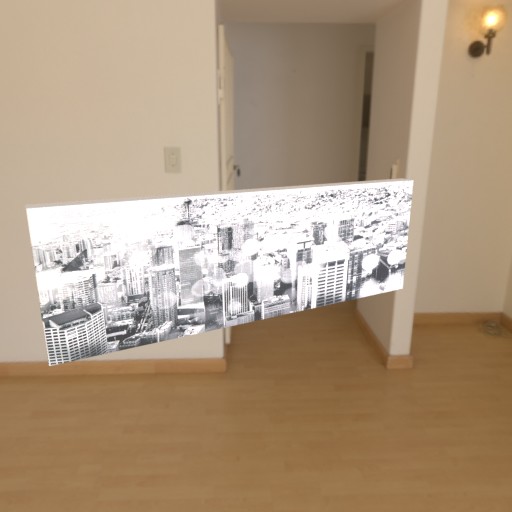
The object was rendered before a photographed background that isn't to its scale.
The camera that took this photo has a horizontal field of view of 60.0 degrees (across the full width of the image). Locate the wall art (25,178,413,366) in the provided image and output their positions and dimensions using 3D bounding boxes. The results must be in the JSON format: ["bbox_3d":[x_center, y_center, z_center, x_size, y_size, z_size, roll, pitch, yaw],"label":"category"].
[{"bbox_3d":[0.000,0.000,0.856,0.763,0.255,0.038,-8,18,-26],"label":"wall art"}]
